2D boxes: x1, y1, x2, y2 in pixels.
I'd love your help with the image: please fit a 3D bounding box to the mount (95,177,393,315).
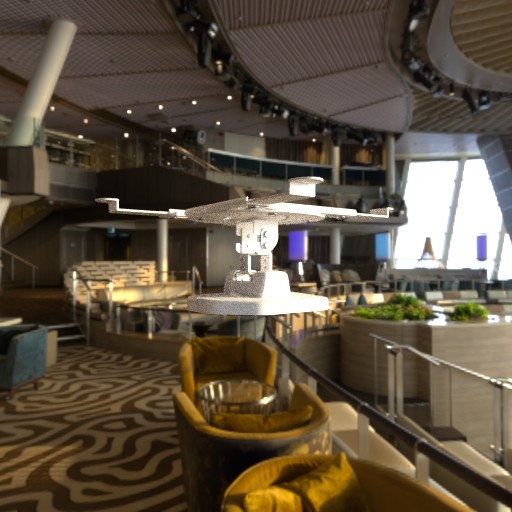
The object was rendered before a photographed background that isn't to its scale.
[{"bbox_3d":[0.000,0.000,0.611,0.394,0.141,0.394,0,-1,-35],"label":"mount"}]
